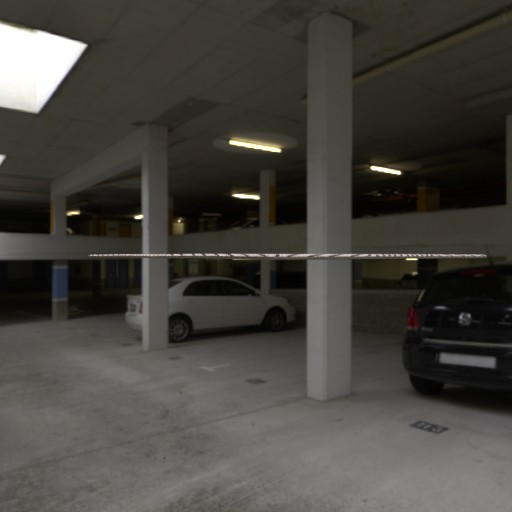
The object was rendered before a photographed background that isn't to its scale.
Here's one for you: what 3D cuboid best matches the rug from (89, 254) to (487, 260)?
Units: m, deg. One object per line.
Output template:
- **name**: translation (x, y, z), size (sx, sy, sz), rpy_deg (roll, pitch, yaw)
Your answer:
- **rug**: translation (0.000, 0.000, 2.371), size (1.237, 0.019, 1.842), rpy_deg (0, 0, -36)
